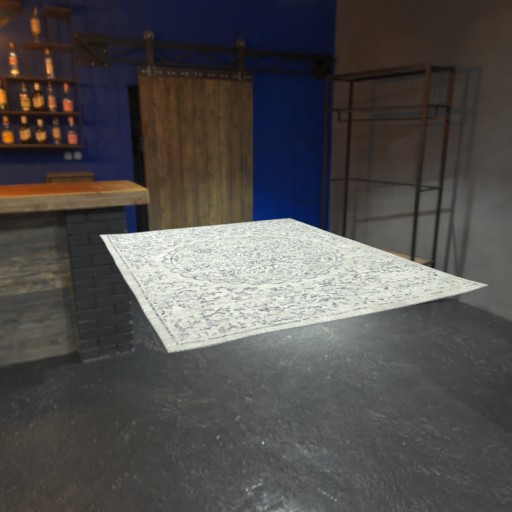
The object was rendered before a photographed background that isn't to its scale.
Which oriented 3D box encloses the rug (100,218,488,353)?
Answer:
[{"bbox_3d":[0.000,0.000,3.971,2.343,0.026,2.925,-7,17,-24],"label":"rug"}]
